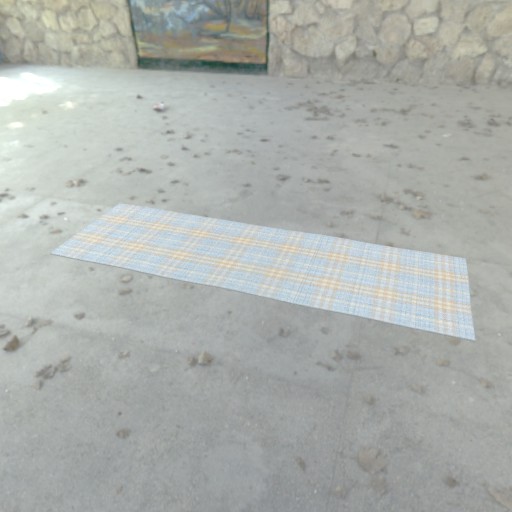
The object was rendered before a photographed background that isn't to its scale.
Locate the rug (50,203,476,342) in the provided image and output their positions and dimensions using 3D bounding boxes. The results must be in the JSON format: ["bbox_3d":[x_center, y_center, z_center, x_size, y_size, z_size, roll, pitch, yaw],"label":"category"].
[{"bbox_3d":[0.000,0.000,2.718,2.439,0.013,0.762,10,34,16],"label":"rug"}]
